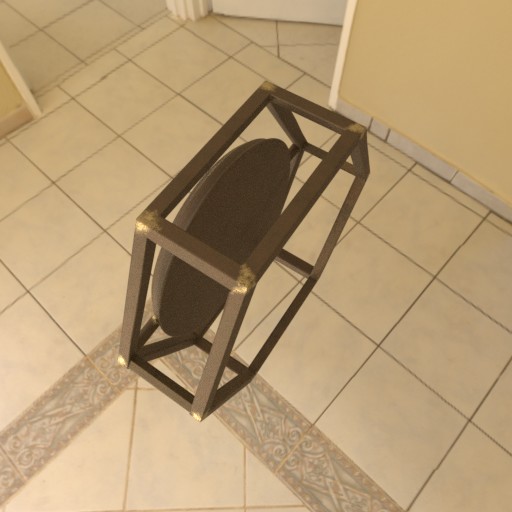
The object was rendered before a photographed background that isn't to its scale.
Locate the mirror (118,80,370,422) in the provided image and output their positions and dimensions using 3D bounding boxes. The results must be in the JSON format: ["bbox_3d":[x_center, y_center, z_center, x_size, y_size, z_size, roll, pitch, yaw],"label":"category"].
[{"bbox_3d":[0.000,0.000,0.539,0.119,0.334,0.380,30,66,15],"label":"mirror"}]
